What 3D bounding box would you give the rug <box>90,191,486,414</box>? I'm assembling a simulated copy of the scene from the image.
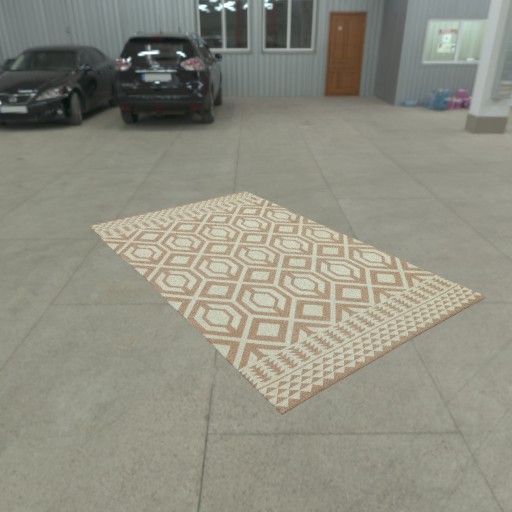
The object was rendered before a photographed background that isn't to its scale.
[{"bbox_3d":[0.000,0.000,3.042,1.526,0.011,2.435,-18,31,-32],"label":"rug"}]
